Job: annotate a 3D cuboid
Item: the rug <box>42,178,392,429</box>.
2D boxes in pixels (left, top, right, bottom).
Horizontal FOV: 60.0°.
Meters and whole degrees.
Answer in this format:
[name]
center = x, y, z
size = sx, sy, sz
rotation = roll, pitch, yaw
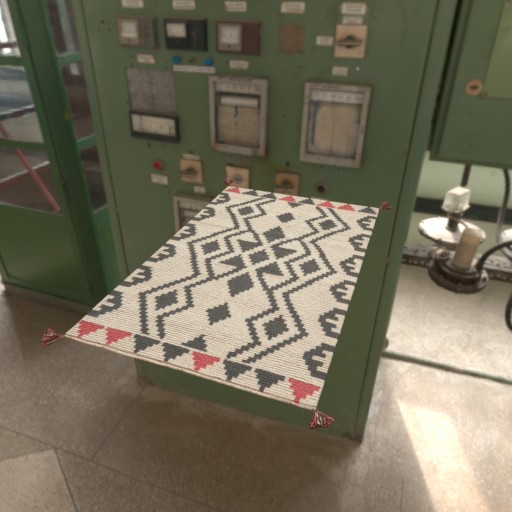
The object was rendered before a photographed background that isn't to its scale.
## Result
[rug]
center = 0.000, 0.000, 3.347
size = 1.741, 0.066, 2.672
rotation = 11, 33, 17
